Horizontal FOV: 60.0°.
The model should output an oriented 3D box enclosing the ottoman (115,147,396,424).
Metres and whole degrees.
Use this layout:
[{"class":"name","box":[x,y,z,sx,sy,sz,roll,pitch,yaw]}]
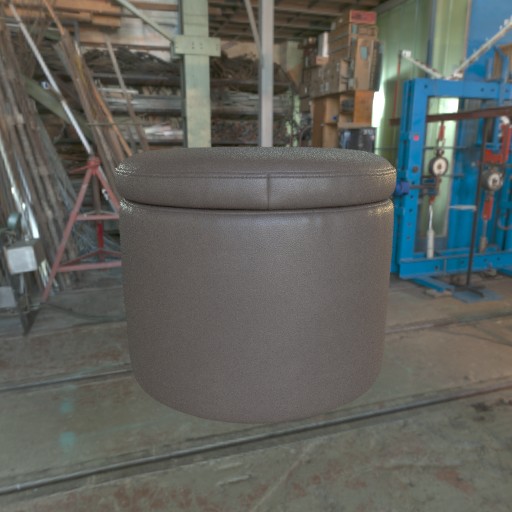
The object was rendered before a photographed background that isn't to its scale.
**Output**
[{"class":"ottoman","box":[0.000,0.000,0.857,0.500,0.409,0.500,0,14,0]}]
